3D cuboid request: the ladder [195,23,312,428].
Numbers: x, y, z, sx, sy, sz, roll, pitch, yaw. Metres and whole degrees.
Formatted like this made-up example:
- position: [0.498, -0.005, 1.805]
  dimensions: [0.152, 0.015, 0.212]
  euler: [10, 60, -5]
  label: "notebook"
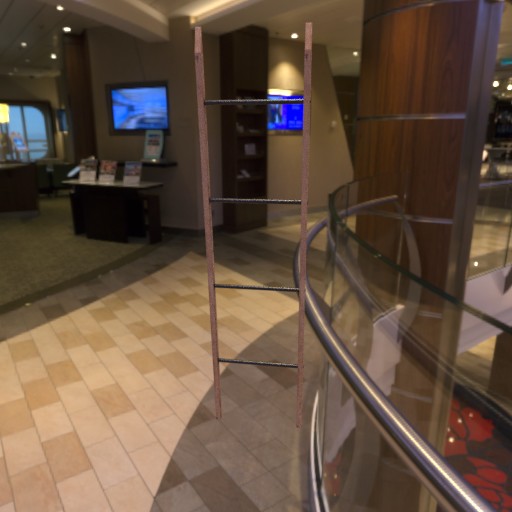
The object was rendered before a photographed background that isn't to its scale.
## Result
- position: [0.000, 0.000, 1.945]
  dimensions: [0.442, 1.805, 0.200]
  euler: [2, 16, 9]
  label: "ladder"
